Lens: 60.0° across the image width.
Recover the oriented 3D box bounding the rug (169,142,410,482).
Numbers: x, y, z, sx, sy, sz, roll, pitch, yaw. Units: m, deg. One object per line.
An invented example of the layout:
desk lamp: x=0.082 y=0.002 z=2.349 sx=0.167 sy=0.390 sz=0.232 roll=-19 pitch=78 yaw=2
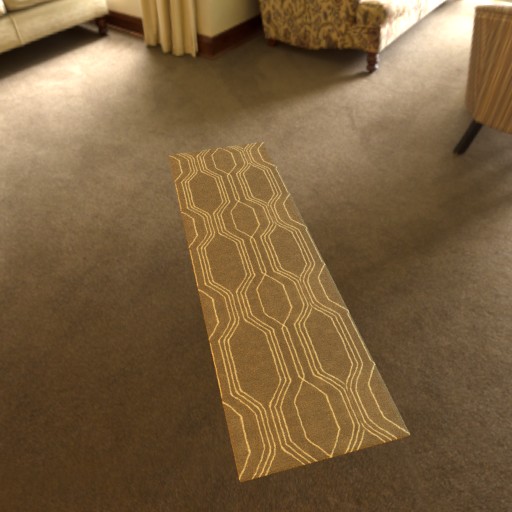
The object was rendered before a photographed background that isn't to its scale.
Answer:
rug: x=0.000 y=0.000 z=2.716 sx=0.773 sy=0.012 sz=2.464 roll=-11 pitch=47 yaw=-10
